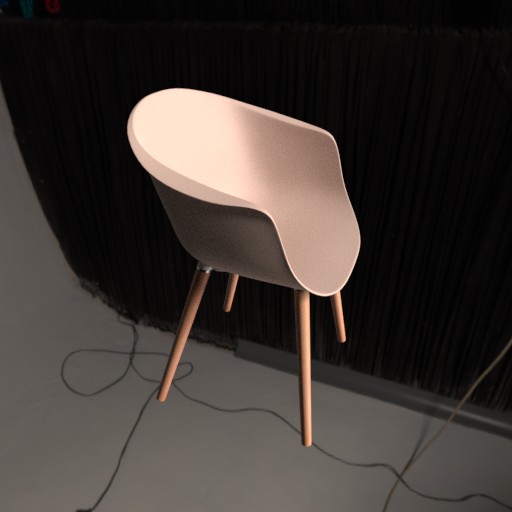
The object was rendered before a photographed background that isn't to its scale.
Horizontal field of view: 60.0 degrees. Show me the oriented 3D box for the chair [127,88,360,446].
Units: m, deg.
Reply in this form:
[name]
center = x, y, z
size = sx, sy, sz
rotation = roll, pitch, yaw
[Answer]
[chair]
center = 0.000, 0.000, 1.154
size = 0.504, 0.781, 0.593
rotation = 11, 33, 18
